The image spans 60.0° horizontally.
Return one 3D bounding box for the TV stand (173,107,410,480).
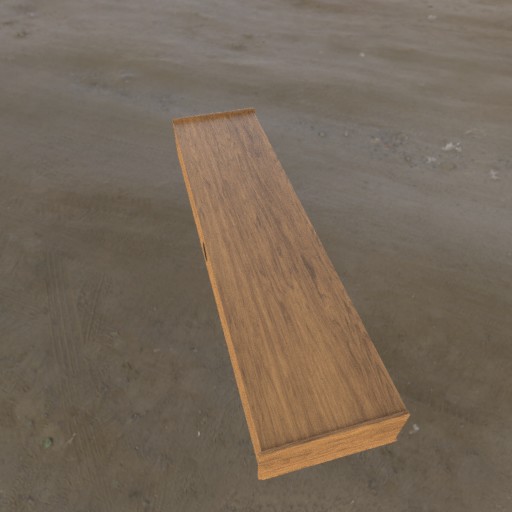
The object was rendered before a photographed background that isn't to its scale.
[{"bbox_3d":[0.000,0.000,1.983,0.467,0.415,1.796,-11,48,-10],"label":"TV stand"}]
